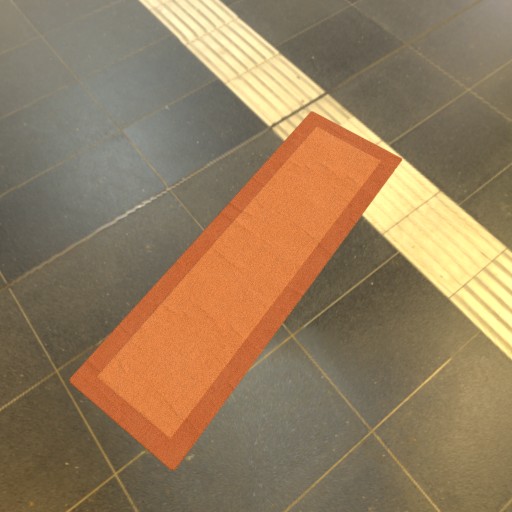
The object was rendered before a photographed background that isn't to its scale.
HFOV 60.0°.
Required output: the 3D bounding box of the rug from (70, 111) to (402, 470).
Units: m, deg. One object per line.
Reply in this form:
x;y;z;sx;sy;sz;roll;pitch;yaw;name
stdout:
0.000;0.000;2.744;0.914;0.013;2.471;30;67;14;rug
